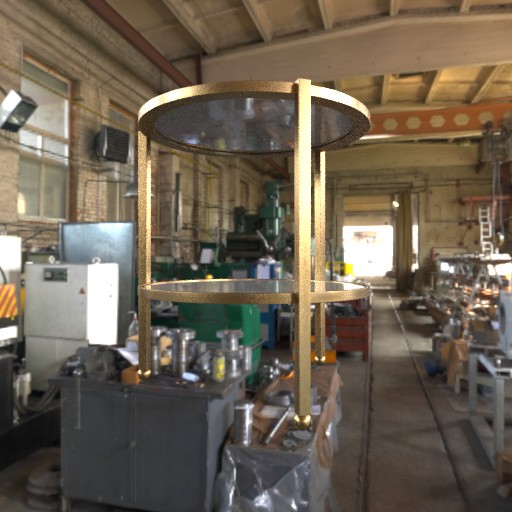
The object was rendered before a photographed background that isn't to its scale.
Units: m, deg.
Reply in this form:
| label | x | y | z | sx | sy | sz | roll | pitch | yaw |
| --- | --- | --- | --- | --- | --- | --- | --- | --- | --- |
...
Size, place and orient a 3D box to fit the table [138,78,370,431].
| label | x | y | z | sx | sy | sz | roll | pitch | yaw |
| --- | --- | --- | --- | --- | --- | --- | --- | --- | --- |
| table | 0.000 | 0.000 | 0.450 | 0.231 | 0.269 | 0.243 | 0 | 0 | -18 |
